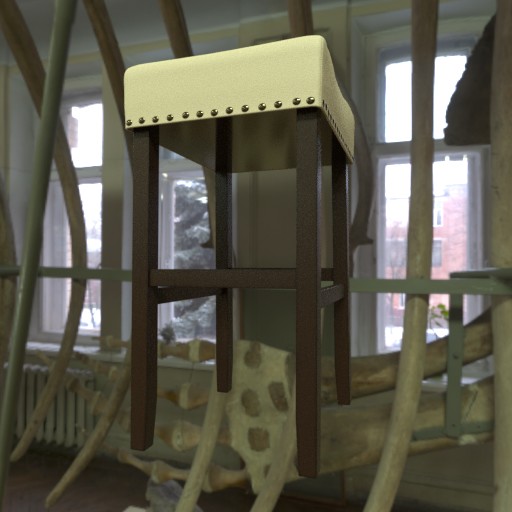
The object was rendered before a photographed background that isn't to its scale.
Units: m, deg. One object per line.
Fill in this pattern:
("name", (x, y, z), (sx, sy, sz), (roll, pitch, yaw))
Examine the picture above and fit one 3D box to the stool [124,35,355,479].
("stool", (0.000, 0.000, 1.020), (0.401, 0.762, 0.471), (0, -1, 19))
